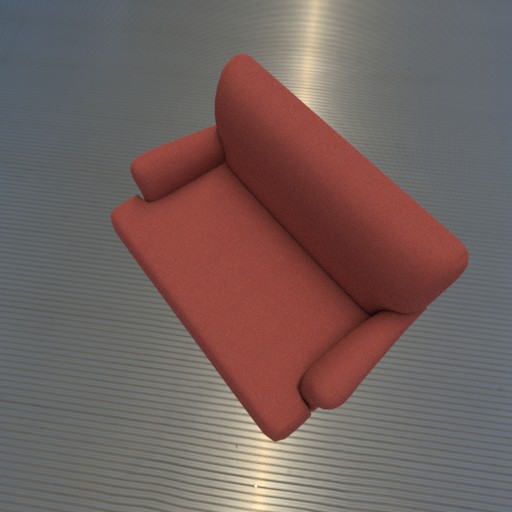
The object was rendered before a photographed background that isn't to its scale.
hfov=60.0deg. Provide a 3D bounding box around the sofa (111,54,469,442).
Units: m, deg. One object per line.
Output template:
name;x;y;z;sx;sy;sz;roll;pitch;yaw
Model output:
sofa;0.000;0.000;1.821;0.779;0.889;1.297;-35;68;-16
